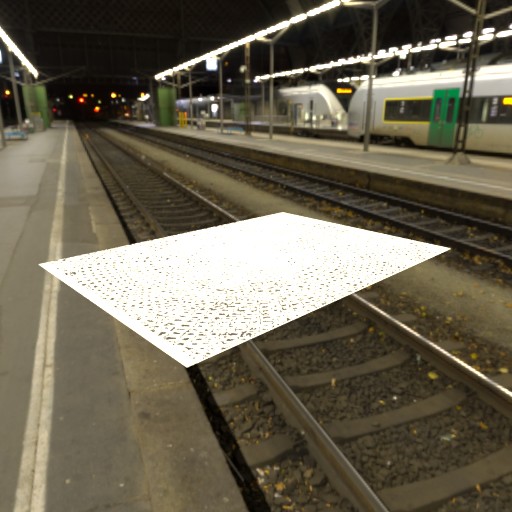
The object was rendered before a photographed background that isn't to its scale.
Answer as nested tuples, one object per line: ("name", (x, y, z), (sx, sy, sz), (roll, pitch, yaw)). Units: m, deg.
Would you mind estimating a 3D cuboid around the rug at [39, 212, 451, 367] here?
("rug", (0.000, 0.000, 2.164), (1.634, 0.003, 1.190), (-16, 24, -41))
